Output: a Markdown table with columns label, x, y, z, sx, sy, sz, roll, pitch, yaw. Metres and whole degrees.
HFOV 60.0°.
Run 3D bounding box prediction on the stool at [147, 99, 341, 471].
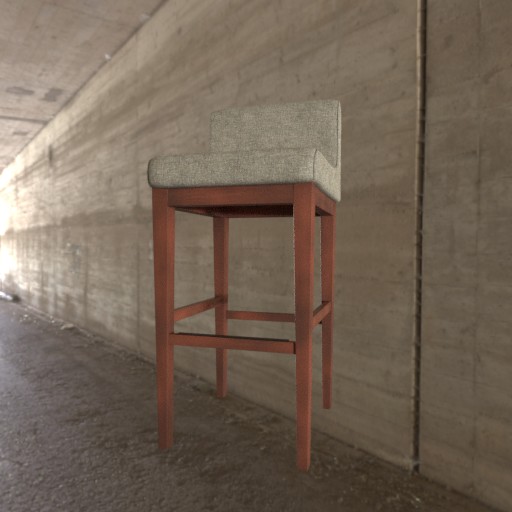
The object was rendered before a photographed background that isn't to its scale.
| label | x | y | z | sx | sy | sz | roll | pitch | yaw |
| --- | --- | --- | --- | --- | --- | --- | --- | --- | --- |
| stool | 0.000 | 0.000 | 1.258 | 0.426 | 0.965 | 0.499 | 1 | 2 | 17 |
